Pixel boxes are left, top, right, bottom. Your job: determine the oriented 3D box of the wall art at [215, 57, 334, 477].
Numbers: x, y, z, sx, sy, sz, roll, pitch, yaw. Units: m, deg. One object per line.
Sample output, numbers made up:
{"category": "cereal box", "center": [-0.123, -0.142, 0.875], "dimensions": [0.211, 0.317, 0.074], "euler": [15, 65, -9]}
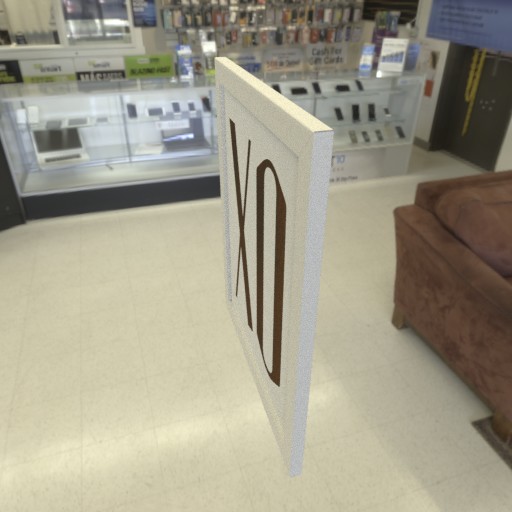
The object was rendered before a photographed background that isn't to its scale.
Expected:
{"category": "wall art", "center": [0.000, 0.000, 0.722], "dimensions": [0.020, 0.536, 0.444], "euler": [-9, 33, -13]}
